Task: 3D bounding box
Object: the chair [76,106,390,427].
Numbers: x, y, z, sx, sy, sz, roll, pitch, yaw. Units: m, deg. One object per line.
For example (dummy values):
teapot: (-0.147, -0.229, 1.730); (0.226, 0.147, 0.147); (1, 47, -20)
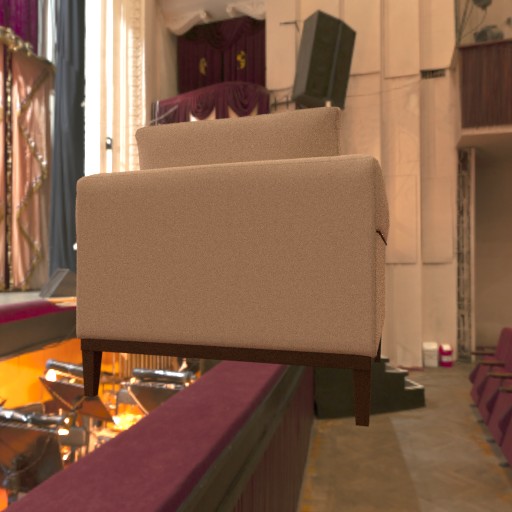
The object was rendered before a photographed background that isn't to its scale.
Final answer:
chair: (0.000, 0.000, 1.708); (0.982, 0.915, 0.896); (0, -1, 18)
